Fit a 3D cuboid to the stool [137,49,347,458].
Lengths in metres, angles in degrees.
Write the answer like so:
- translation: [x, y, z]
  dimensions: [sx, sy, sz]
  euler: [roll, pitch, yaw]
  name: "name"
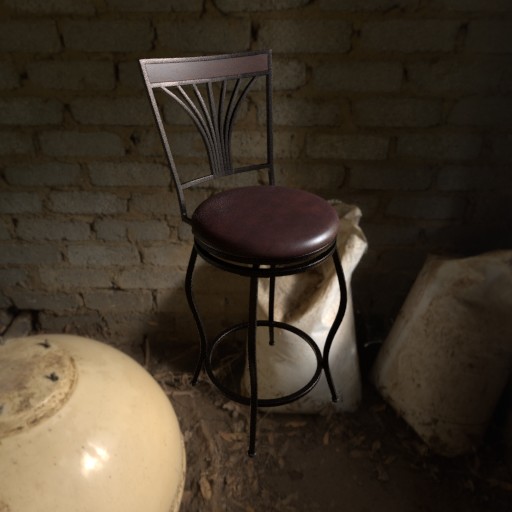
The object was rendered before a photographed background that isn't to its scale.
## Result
- translation: [0.000, 0.000, 1.381]
  dimensions: [0.433, 1.117, 0.514]
  euler: [-20, 36, -31]
  name: "stool"
